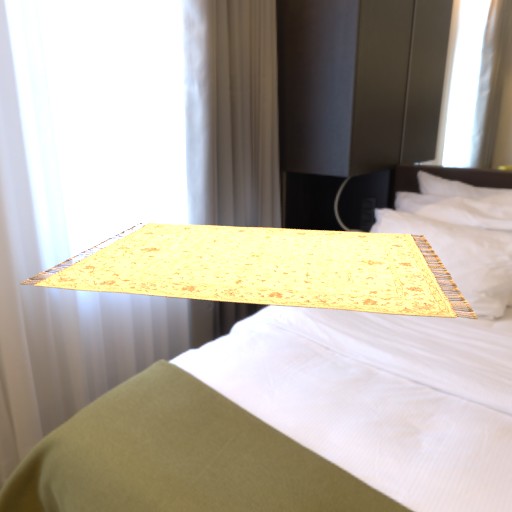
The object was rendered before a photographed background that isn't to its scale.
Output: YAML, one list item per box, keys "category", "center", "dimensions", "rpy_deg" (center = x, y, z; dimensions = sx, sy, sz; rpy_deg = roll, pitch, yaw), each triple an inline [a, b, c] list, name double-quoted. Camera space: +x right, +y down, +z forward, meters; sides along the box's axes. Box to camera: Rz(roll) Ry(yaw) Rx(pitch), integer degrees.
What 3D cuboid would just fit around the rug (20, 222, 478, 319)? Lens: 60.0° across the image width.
- category: "rug"
  center: [0.000, 0.000, 2.310]
  dimensions: [1.861, 0.017, 1.218]
  rpy_deg: [3, 18, 10]
